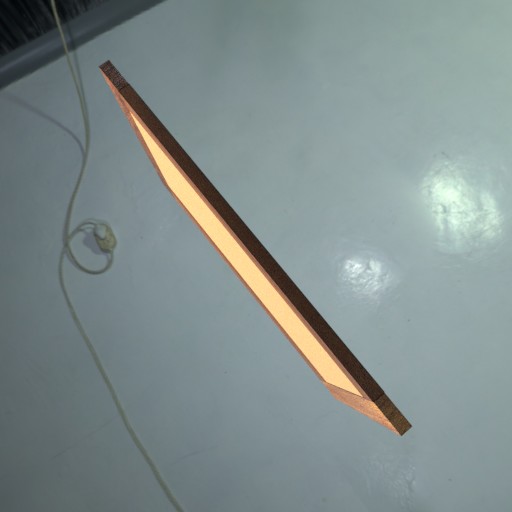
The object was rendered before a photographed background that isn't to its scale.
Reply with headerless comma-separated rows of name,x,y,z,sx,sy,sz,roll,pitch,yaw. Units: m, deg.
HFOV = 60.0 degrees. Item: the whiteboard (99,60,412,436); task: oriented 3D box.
whiteboard,0.000,0.000,0.992,0.083,0.559,0.783,-38,80,-8
